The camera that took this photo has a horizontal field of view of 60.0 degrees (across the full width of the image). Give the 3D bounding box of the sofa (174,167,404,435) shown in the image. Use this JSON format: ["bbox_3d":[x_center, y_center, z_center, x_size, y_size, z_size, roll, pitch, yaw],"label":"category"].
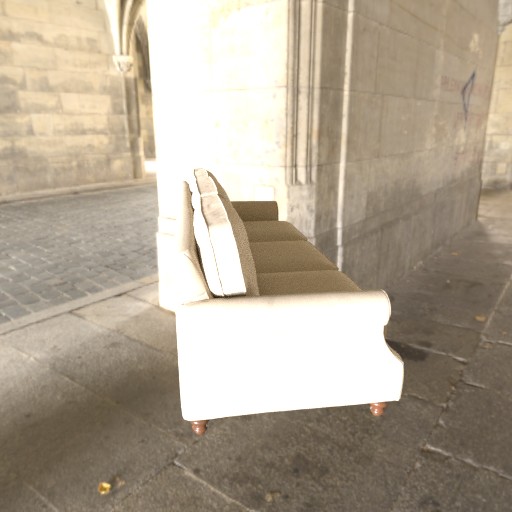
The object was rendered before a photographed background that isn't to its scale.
[{"bbox_3d":[0.000,0.000,2.802,0.966,0.948,2.354,-3,17,-9],"label":"sofa"}]
